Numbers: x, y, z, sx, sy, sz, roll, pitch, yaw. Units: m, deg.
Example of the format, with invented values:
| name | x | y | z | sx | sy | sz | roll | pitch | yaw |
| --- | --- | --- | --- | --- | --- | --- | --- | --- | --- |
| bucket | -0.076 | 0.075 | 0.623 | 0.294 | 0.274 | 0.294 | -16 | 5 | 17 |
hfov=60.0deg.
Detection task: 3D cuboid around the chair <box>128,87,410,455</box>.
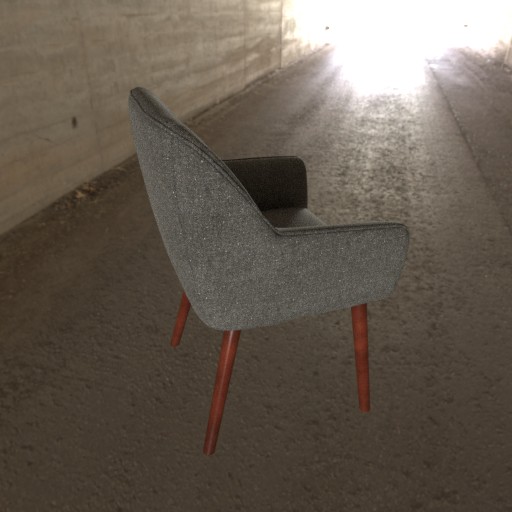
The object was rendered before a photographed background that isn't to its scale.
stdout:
| name | x | y | z | sx | sy | sz | roll | pitch | yaw |
| --- | --- | --- | --- | --- | --- | --- | --- | --- | --- |
| chair | 0.000 | 0.000 | 1.143 | 0.519 | 0.803 | 0.543 | -10 | 31 | -18 |
